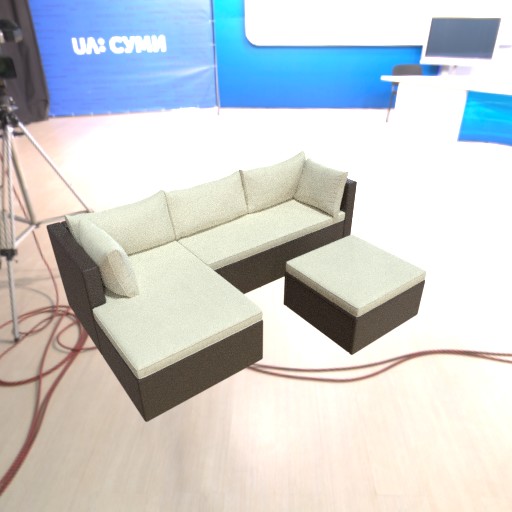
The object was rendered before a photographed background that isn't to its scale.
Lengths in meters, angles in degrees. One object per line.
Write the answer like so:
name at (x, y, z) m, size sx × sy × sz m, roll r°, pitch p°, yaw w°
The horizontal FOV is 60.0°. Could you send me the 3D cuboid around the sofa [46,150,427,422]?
sofa at (0.000, 0.000, 3.008) m, size 2.192 × 0.766 × 1.612 m, roll -21°, pitch 37°, yaw -31°
